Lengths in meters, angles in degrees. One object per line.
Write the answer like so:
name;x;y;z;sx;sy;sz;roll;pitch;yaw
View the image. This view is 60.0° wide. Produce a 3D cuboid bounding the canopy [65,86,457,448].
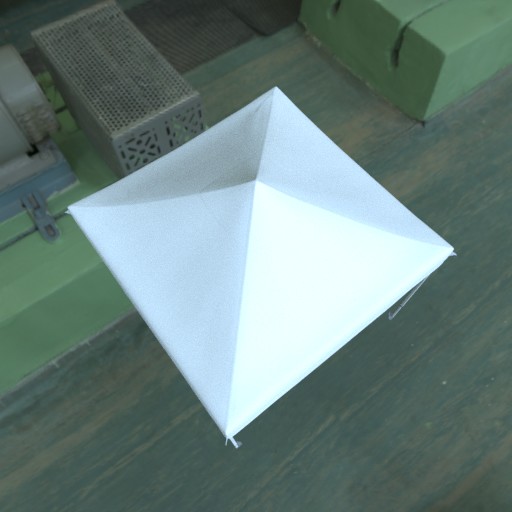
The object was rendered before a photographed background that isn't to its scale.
canopy;0.000;0.000;5.255;2.994;2.998;2.996;-35;69;-16
